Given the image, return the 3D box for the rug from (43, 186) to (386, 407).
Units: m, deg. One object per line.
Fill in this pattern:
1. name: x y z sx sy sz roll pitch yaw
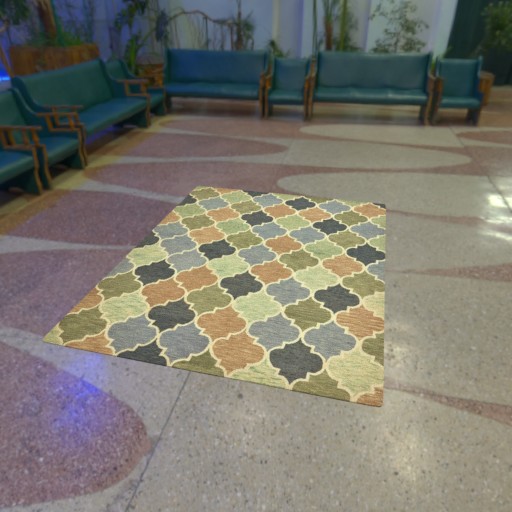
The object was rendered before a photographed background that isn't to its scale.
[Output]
1. rug: 0.000 0.000 4.324 2.439 0.013 3.200 7 31 12
